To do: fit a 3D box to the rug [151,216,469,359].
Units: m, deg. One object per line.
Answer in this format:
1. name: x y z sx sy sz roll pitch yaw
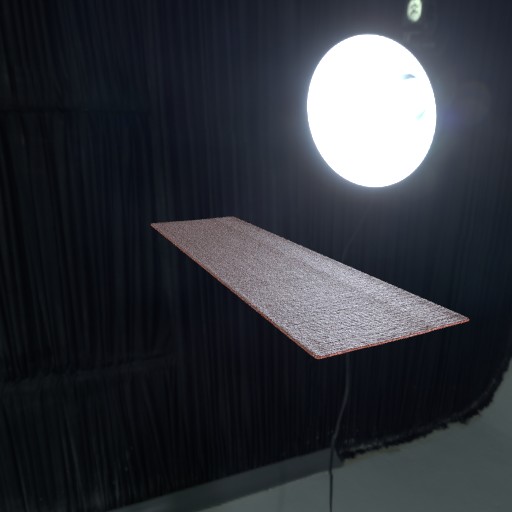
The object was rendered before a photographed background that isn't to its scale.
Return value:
1. rug: 0.000 0.000 2.524 0.687 0.012 2.307 -7 17 -25
